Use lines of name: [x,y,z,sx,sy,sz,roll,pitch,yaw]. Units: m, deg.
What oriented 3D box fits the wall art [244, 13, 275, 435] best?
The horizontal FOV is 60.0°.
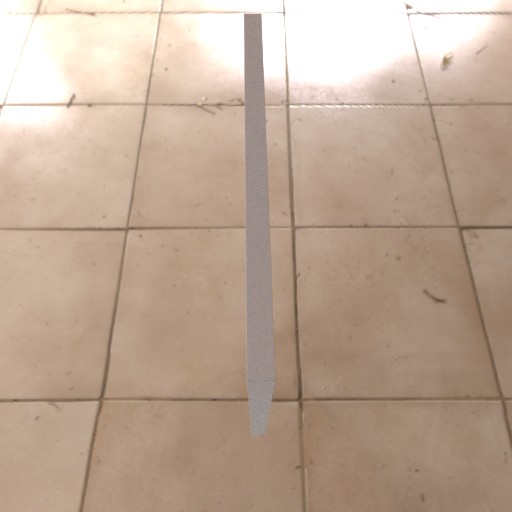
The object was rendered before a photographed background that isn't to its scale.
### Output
wall art: [0.000,0.000,1.104,0.038,0.762,0.762,-1,63,0]
